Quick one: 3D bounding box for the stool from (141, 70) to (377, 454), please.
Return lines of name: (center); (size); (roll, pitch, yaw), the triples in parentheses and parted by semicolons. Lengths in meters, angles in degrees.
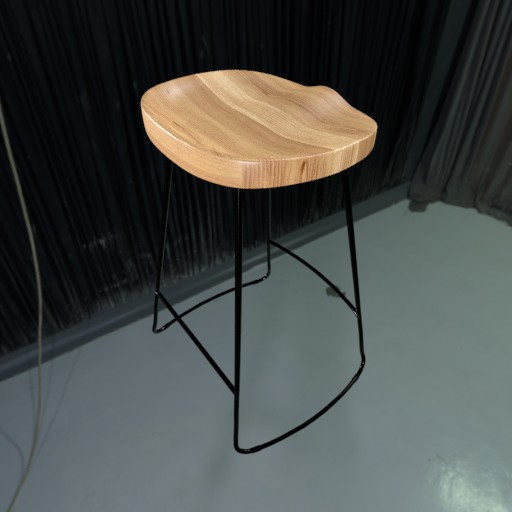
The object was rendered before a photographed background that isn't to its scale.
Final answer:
stool: (0.000, 0.000, 0.961); (0.401, 0.679, 0.480); (-25, 47, -26)
